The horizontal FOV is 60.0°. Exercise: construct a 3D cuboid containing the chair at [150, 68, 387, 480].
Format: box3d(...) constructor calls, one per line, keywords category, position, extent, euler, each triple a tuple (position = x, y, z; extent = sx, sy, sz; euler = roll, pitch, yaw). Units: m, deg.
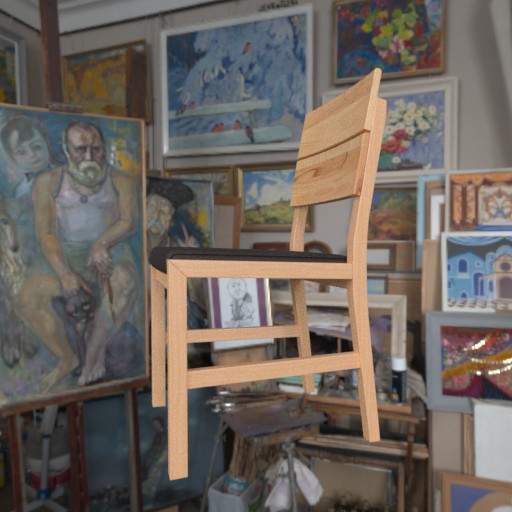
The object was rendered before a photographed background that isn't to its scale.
box3d(category="chair", position=(0.000, 0.000, 1.250), extent=(0.560, 0.950, 0.475), euler=(-1, 2, -18))
